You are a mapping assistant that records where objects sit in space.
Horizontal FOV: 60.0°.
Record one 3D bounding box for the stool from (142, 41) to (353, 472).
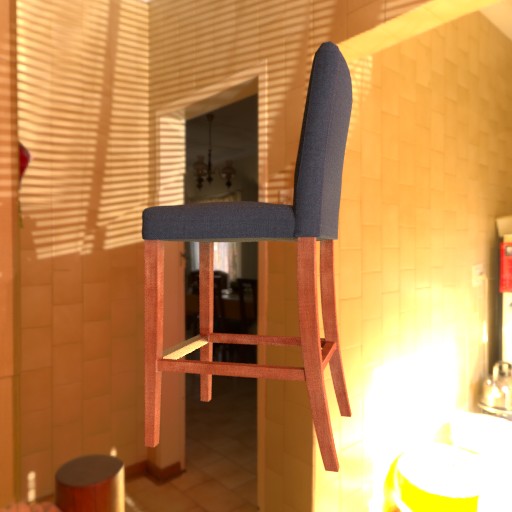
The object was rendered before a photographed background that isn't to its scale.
[{"bbox_3d":[0.000,0.000,1.383,0.574,1.088,0.454,0,1,17],"label":"stool"}]
